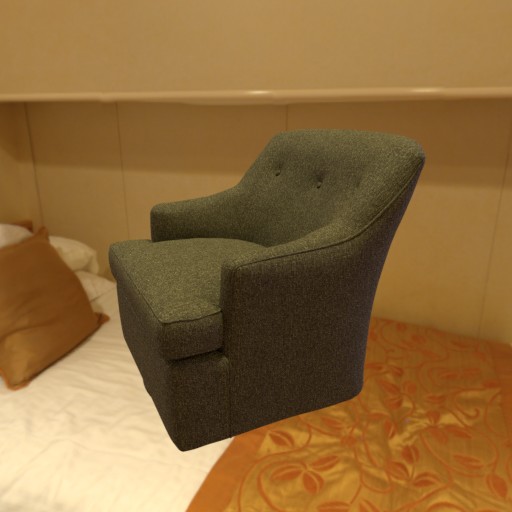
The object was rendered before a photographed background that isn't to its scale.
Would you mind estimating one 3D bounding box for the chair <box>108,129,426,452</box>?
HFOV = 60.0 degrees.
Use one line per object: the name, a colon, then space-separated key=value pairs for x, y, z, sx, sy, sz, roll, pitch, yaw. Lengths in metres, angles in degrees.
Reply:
chair: x=0.000 y=0.000 z=1.592 sx=0.923 sy=0.856 sz=0.864 roll=-9 pitch=20 yaw=-25
